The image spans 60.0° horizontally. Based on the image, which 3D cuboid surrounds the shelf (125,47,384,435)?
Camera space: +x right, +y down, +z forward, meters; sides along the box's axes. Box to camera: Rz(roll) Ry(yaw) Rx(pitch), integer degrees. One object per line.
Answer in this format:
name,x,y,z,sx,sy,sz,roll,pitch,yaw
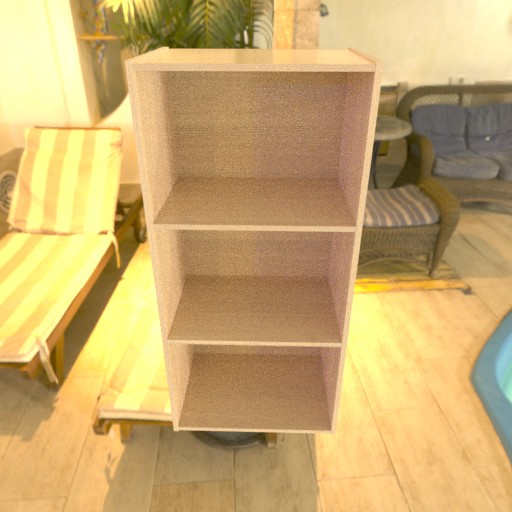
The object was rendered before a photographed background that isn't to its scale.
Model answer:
shelf,0.000,0.000,1.049,0.417,0.876,0.292,1,29,1
